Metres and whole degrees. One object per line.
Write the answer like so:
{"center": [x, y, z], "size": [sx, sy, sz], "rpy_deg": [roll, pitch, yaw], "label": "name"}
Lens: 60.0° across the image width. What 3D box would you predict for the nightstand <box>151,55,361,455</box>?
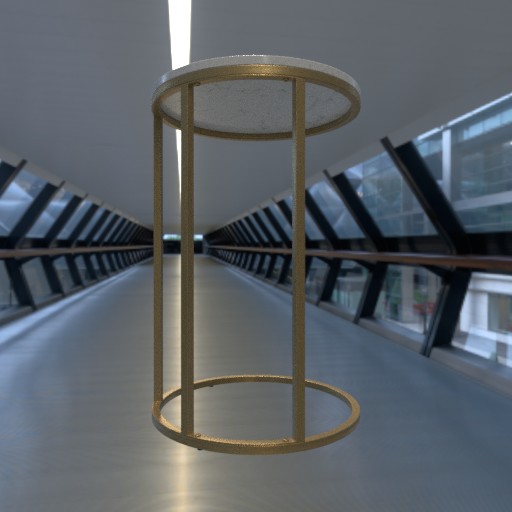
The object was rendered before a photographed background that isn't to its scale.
{"center": [0.000, 0.000, 0.872], "size": [0.400, 0.610, 0.400], "rpy_deg": [0, 0, 35], "label": "nightstand"}
